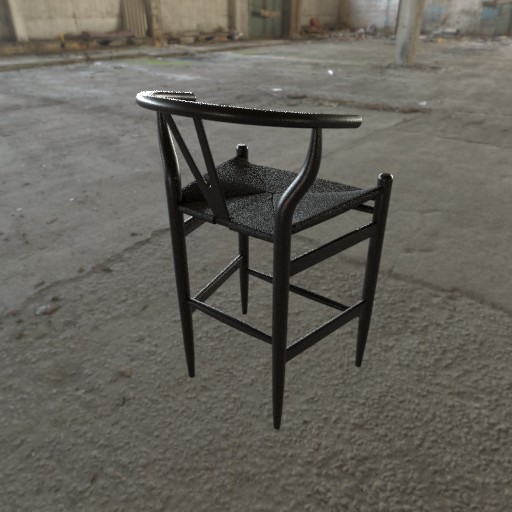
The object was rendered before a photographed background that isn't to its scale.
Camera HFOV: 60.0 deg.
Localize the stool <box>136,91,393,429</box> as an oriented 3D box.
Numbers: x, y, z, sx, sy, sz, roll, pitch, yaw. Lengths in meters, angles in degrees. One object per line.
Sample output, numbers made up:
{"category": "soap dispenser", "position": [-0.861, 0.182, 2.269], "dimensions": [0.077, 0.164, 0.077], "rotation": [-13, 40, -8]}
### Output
{"category": "stool", "position": [0.000, 0.000, 1.331], "dimensions": [0.569, 0.970, 0.579], "rotation": [20, 35, 32]}
